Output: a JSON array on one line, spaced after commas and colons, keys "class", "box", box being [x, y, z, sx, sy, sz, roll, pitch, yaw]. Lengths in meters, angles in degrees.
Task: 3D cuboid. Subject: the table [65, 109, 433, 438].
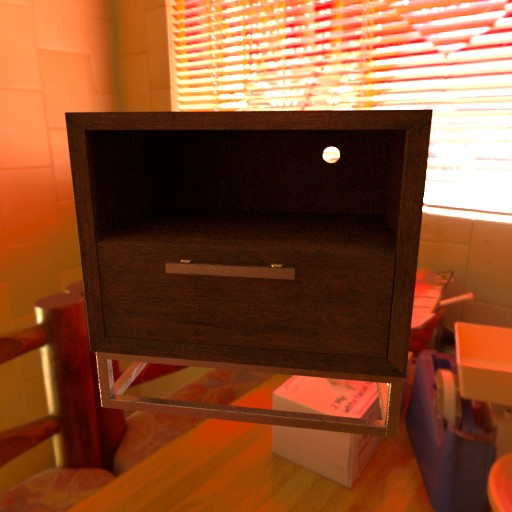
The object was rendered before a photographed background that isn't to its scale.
[{"class": "table", "box": [0.000, 0.000, 1.233, 0.767, 0.746, 0.542, 3, 16, 9]}]
